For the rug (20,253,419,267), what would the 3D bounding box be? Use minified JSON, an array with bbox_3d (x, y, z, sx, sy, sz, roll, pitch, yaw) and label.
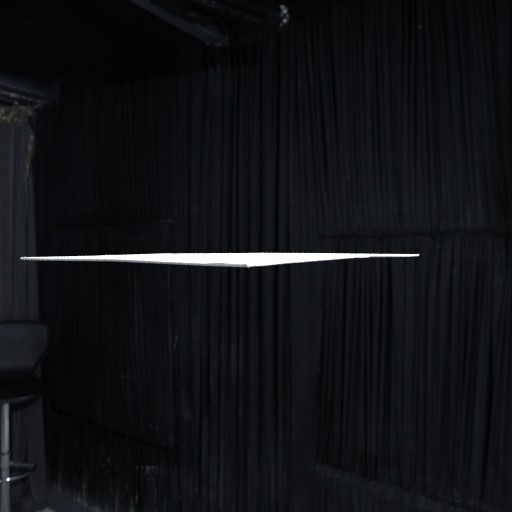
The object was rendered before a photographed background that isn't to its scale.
[{"bbox_3d":[0.000,0.000,2.234,1.149,0.021,1.773,1,1,35],"label":"rug"}]
